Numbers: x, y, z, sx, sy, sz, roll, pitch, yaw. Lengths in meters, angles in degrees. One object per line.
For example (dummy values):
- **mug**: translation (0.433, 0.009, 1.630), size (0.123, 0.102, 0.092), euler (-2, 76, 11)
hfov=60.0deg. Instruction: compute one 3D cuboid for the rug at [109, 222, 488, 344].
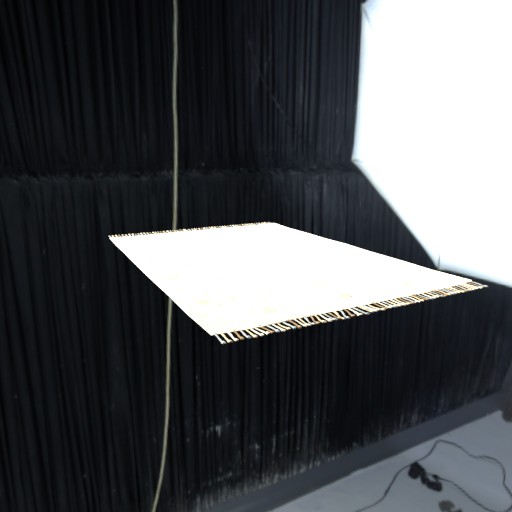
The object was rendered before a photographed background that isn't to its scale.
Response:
- **rug**: translation (0.000, 0.000, 2.363), size (1.218, 0.017, 1.861), euler (-7, 15, -27)
